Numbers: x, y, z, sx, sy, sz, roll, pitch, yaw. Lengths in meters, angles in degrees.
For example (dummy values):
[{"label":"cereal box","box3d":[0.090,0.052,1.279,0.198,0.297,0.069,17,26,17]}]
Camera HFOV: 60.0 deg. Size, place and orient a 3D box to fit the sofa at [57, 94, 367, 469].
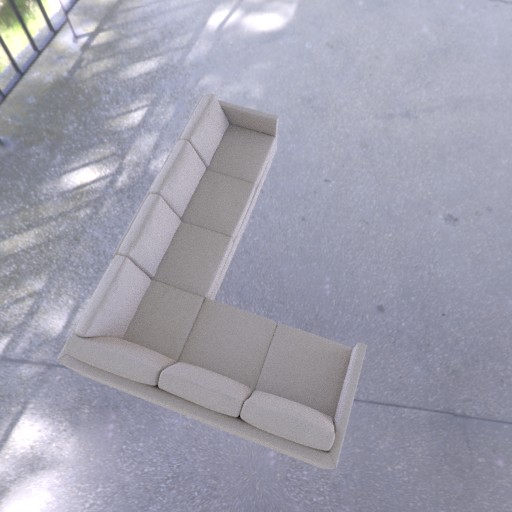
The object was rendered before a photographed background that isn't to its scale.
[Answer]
[{"label":"sofa","box3d":[0.000,0.000,4.370,2.432,0.863,3.182,18,65,8]}]
